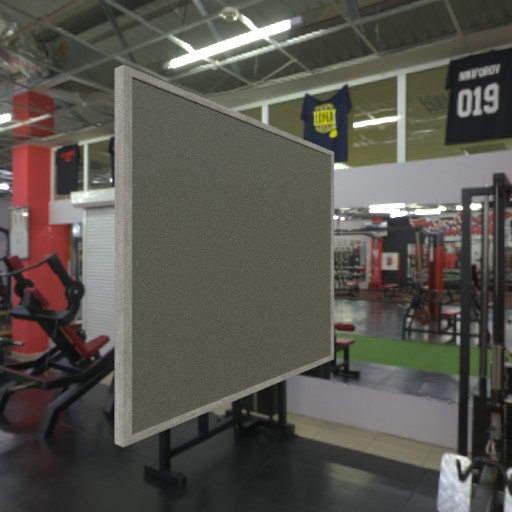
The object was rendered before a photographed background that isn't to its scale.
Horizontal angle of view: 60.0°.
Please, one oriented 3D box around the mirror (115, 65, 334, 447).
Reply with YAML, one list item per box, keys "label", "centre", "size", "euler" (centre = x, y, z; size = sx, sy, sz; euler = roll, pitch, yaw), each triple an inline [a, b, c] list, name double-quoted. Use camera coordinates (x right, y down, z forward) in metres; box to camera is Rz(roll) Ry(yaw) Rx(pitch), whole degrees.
- label: "mirror"
  centre: [0.000, 0.000, 1.140]
  size: [0.028, 0.689, 0.839]
  euler: [0, 0, 36]
